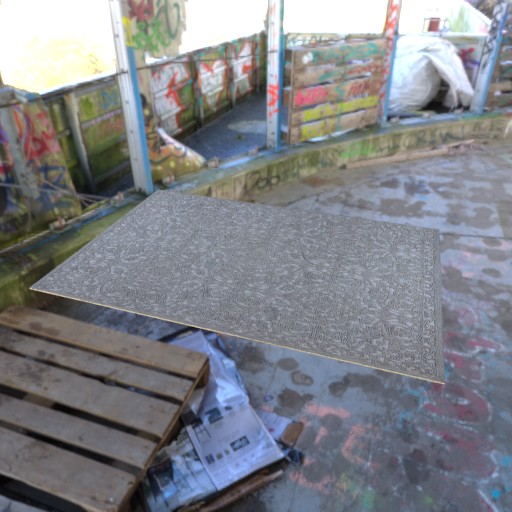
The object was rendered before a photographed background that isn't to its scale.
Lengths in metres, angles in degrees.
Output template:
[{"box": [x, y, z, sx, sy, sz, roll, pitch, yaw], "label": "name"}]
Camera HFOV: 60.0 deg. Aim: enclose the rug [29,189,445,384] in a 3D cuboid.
[{"box": [0.000, 0.000, 2.318, 1.827, 0.006, 1.221, 10, 33, 16], "label": "rug"}]
